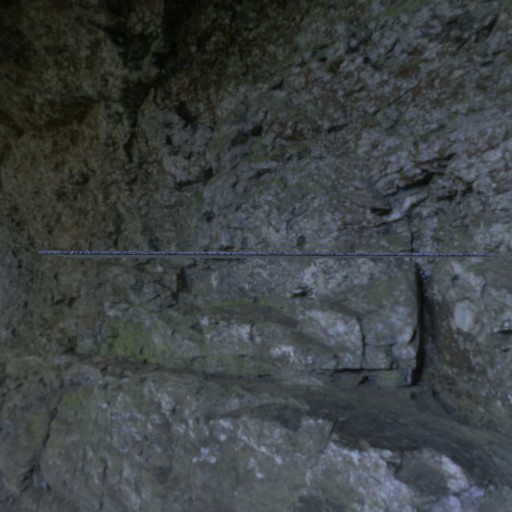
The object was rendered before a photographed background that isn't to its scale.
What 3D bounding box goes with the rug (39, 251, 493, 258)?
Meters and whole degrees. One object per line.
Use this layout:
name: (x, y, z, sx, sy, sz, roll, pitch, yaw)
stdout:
rug: (0.000, 0.000, 2.160, 1.752, 0.013, 1.158, 0, -1, -17)
